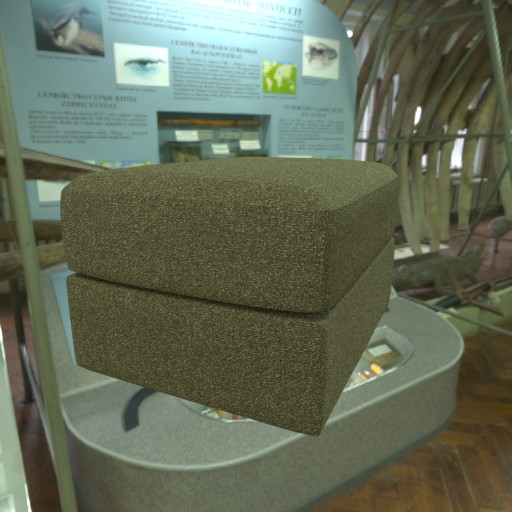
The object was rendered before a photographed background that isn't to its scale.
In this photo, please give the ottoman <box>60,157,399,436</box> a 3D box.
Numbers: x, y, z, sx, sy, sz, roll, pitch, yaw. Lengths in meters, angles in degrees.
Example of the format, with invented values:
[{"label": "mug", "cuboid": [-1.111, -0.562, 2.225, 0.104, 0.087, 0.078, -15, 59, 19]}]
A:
[{"label": "ottoman", "cuboid": [0.000, 0.000, 1.137, 0.598, 0.476, 0.742, 7, 17, 25]}]
